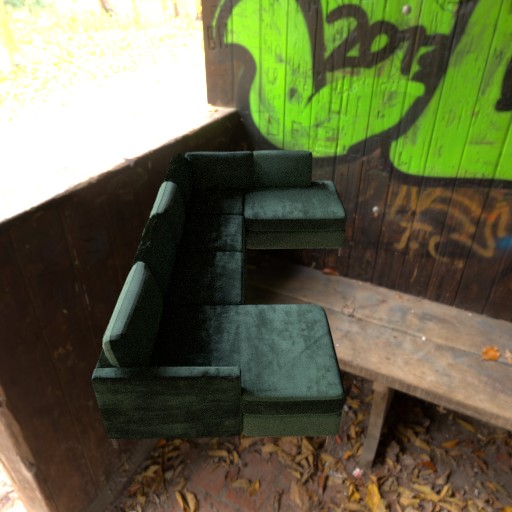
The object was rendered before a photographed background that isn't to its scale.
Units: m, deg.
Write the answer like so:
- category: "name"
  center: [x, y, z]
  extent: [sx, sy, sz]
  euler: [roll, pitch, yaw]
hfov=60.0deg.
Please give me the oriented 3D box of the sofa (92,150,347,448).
- category: "sofa"
  center: [0.000, 0.000, 4.223]
  extent: [2.055, 0.992, 3.434]
  euler: [-1, 33, -1]
